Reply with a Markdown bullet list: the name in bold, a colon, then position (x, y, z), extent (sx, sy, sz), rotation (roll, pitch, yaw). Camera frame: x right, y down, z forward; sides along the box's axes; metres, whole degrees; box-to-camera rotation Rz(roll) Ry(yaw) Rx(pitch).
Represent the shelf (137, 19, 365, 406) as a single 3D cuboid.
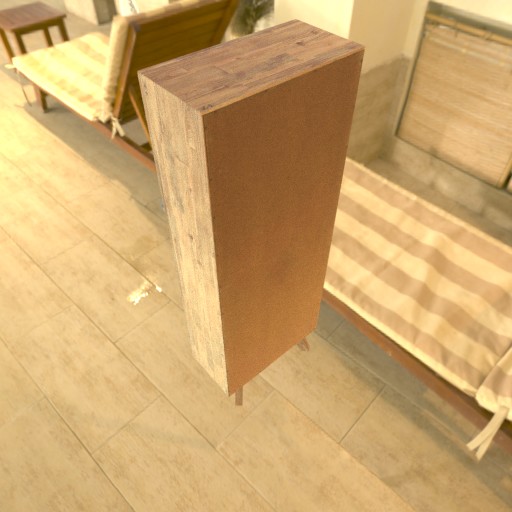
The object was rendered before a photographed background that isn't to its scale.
- **shelf**: position (0.000, 0.000, 1.518), extent (0.491, 1.342, 0.267), rotation (-32, 54, -27)
